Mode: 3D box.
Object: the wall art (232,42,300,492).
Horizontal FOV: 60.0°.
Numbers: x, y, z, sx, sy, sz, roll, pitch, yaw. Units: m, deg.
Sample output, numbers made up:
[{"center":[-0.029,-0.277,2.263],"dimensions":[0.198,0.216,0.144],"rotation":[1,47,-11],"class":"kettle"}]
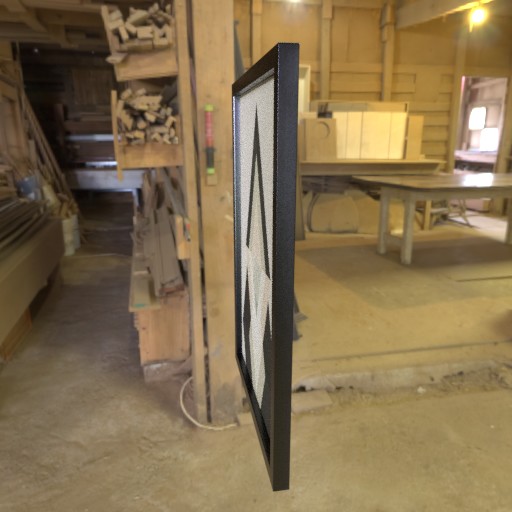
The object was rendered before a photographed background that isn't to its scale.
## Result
[{"center":[0.000,0.000,0.581],"dimensions":[0.019,0.455,0.314],"rotation":[-3,15,-10],"class":"wall art"}]
